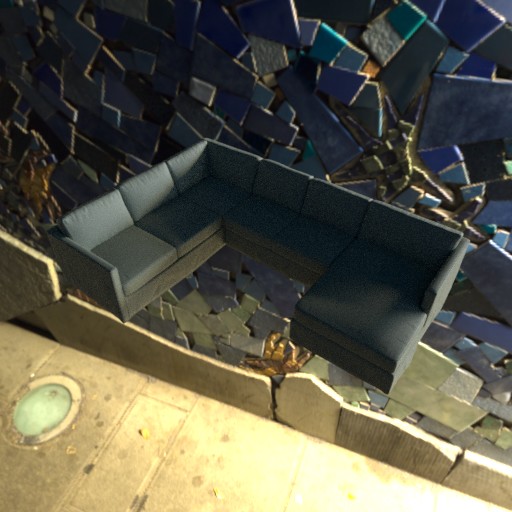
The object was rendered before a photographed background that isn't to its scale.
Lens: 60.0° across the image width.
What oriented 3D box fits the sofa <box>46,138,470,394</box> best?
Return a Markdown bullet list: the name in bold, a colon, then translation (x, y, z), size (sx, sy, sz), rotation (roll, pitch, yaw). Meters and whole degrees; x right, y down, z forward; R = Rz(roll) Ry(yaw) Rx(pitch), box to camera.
- **sofa**: translation (0.000, 0.000, 4.514), size (3.460, 0.882, 2.427), rotation (26, 48, 27)
